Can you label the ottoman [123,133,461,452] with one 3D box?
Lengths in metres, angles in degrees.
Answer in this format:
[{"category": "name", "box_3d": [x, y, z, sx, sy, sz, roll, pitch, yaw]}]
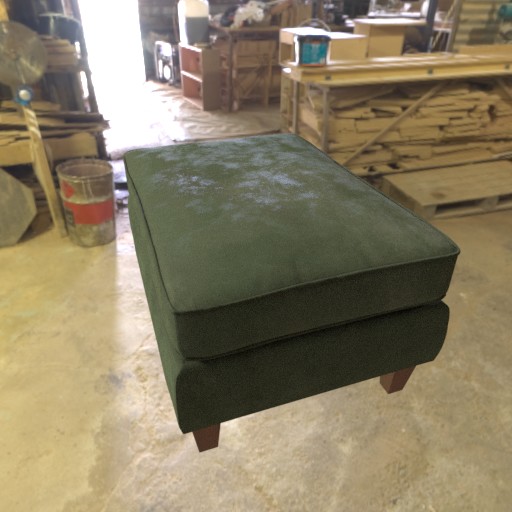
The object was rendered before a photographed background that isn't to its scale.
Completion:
[{"category": "ottoman", "box_3d": [0.000, 0.000, 1.245, 0.632, 0.495, 0.864, -11, 34, -17]}]
